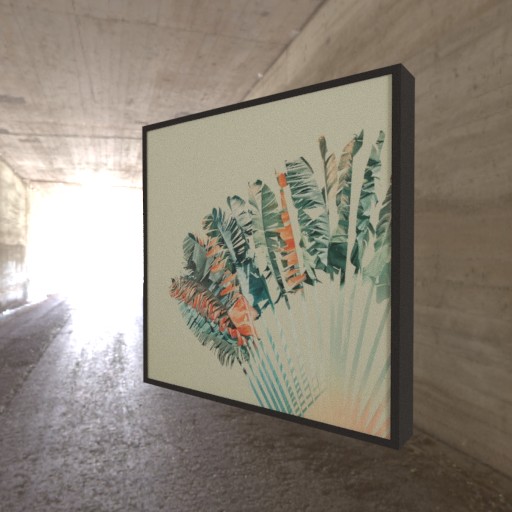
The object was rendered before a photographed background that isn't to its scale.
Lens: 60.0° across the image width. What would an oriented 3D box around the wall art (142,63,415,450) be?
[{"bbox_3d":[0.000,0.000,0.447,0.302,0.300,0.036,1,1,36],"label":"wall art"}]
